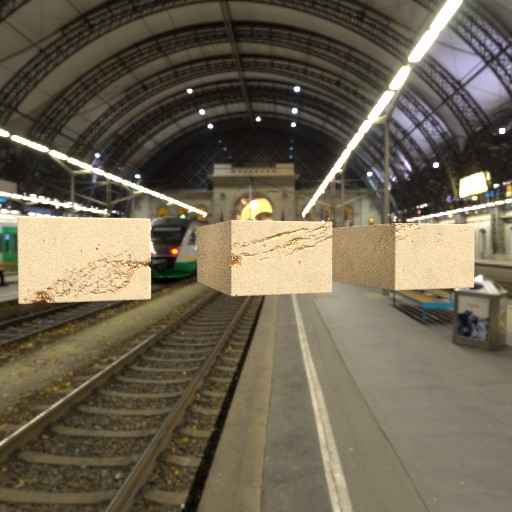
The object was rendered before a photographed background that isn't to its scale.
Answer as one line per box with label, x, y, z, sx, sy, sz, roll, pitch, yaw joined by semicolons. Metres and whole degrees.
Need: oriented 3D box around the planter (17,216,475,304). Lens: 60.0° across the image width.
planter;0.000;0.000;0.370;0.333;0.051;0.127;0;1;-18
